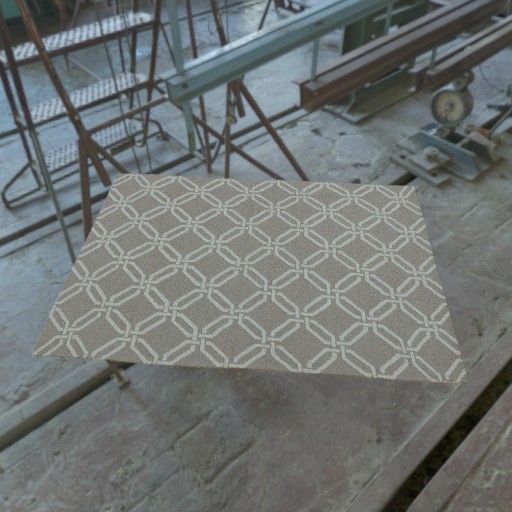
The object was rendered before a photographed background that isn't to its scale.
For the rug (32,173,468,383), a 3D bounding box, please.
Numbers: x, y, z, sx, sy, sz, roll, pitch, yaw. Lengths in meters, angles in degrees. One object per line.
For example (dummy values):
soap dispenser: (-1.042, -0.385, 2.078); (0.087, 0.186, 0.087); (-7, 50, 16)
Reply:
rug: (0.000, 0.000, 2.655); (2.135, 0.013, 1.524); (3, 47, 3)
